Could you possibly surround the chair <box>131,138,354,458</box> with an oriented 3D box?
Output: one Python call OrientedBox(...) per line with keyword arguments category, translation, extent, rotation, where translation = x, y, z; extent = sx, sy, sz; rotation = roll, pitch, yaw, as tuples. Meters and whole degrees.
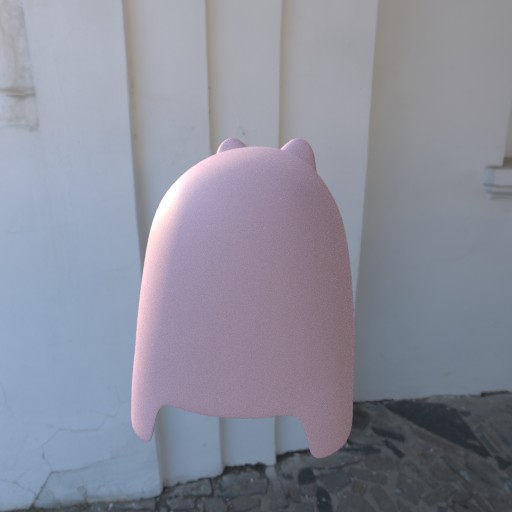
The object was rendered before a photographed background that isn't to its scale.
OrientedBox(category="chair", translation=(0.000, 0.000, 0.840), extent=(0.364, 0.423, 0.619), rotation=(2, 17, 7))
